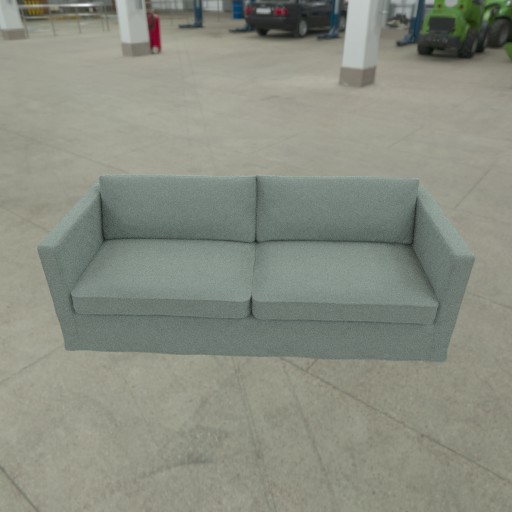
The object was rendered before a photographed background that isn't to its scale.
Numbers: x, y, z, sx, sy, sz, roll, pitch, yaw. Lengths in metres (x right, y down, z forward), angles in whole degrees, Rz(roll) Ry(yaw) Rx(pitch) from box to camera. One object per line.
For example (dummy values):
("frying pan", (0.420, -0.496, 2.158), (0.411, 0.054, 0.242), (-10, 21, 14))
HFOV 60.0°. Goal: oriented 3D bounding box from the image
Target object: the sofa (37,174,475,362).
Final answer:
("sofa", (0.000, 0.000, 2.811), (2.312, 0.853, 0.962), (1, 32, 2))
